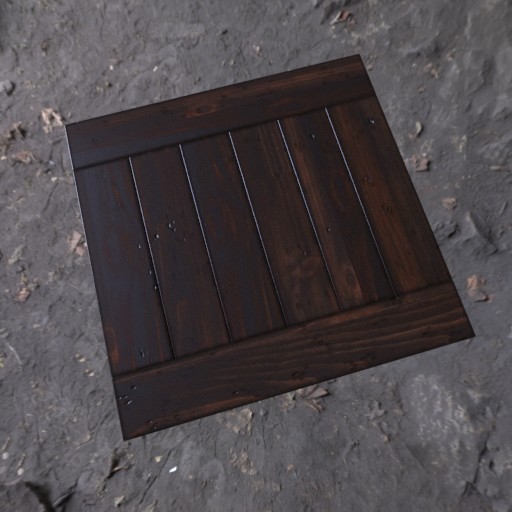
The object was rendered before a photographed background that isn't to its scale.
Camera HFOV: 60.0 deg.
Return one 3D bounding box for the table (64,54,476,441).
[{"bbox_3d":[0.000,0.000,1.013,0.606,0.437,0.593,-15,75,-4],"label":"table"}]
